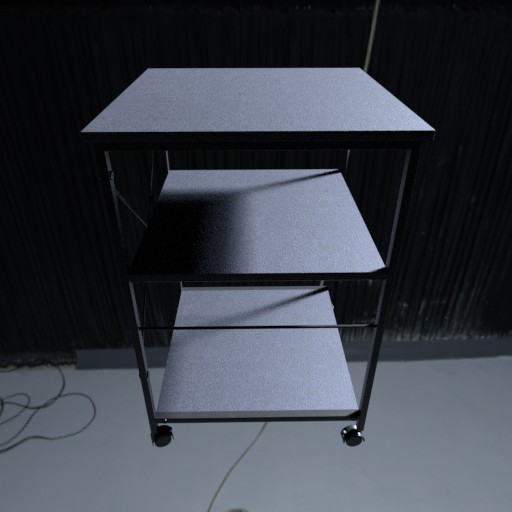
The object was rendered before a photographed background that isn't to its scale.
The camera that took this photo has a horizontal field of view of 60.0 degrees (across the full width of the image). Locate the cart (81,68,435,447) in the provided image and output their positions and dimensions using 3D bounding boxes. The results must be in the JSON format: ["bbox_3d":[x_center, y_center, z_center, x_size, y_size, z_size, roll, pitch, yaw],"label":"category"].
[{"bbox_3d":[0.000,0.000,1.072,0.520,0.762,0.521,0,32,-1],"label":"cart"}]
